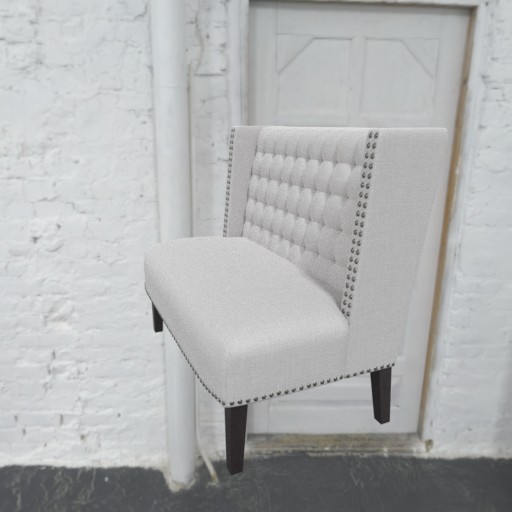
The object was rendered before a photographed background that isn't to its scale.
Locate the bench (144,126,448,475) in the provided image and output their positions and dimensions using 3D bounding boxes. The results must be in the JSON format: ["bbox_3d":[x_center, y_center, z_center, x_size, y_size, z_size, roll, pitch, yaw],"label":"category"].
[{"bbox_3d":[0.000,0.000,2.009,0.847,1.123,1.280,-7,18,-23],"label":"bench"}]
